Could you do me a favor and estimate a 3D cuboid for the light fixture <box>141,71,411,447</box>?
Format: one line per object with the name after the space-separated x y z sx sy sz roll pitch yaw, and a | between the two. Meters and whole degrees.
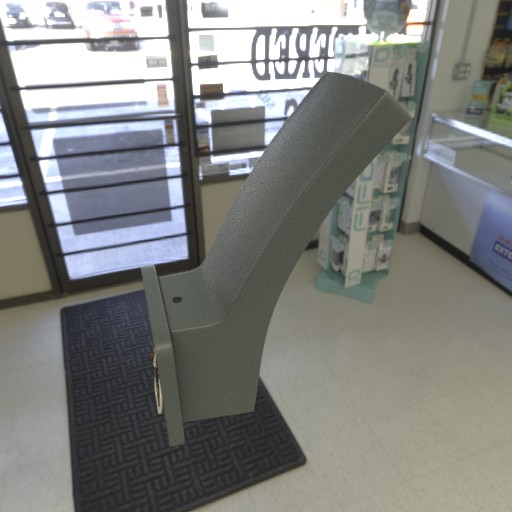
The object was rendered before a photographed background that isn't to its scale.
0.000 0.000 0.328 0.174 0.243 0.108 -9 32 -15 | light fixture
